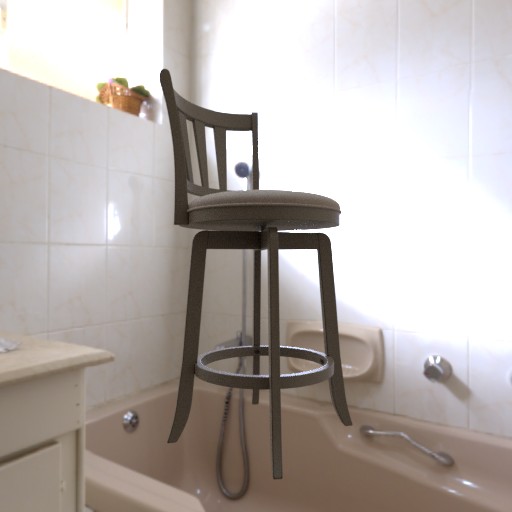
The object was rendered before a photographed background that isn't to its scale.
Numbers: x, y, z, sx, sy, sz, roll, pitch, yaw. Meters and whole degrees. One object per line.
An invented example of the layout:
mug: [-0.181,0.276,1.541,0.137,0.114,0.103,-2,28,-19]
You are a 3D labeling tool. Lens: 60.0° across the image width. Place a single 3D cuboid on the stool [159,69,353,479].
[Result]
stool: [0.000,0.000,1.265,0.486,0.994,0.450,0,-1,35]
